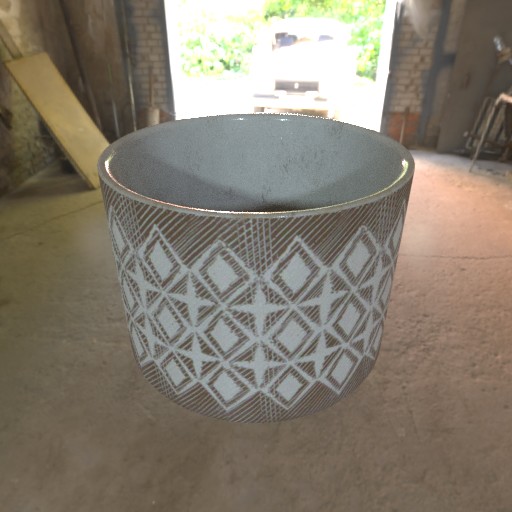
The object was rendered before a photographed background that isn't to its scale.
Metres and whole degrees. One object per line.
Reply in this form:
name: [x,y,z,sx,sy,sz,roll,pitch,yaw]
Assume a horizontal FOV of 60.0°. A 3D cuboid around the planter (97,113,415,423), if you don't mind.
planter: [0.000,0.000,0.211,0.126,0.104,0.126,0,31,0]
